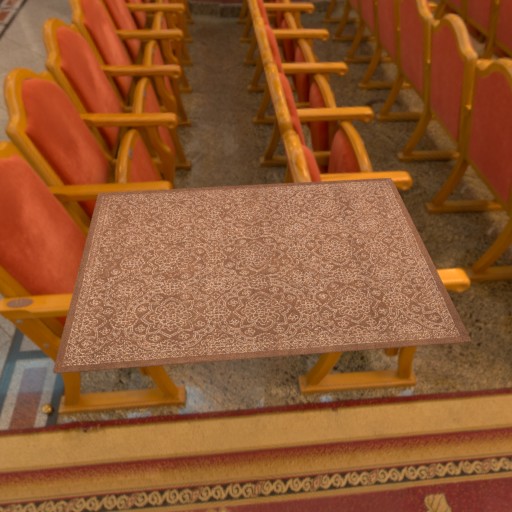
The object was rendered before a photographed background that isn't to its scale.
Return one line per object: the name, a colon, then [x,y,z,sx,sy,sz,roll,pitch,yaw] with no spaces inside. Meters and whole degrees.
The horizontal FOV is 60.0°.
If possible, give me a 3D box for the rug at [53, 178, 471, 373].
rug: [0.000,0.000,2.929,2.286,0.011,1.524,-4,46,-3]
